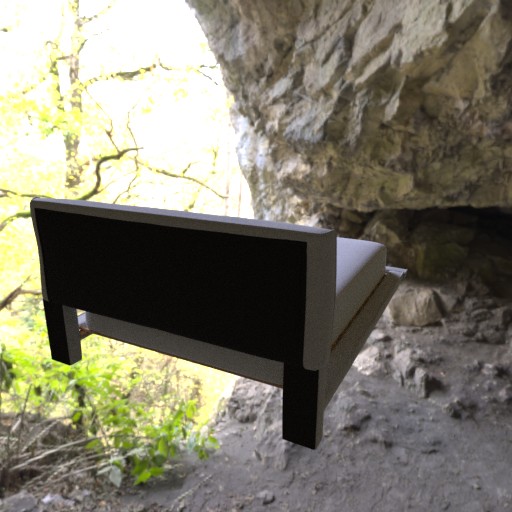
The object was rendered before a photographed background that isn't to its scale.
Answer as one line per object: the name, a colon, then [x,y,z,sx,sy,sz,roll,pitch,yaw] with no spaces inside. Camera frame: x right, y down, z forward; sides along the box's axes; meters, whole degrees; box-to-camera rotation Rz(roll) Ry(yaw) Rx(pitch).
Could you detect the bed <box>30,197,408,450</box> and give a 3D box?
bed: [0.000,0.000,3.278,1.840,1.067,2.368,9,19,26]
